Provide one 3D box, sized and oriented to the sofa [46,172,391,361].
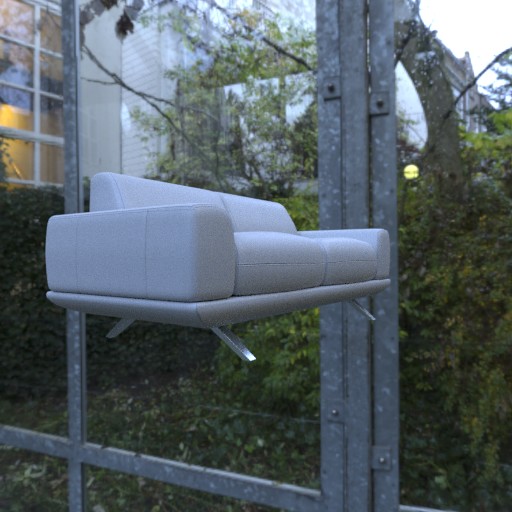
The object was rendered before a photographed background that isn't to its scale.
[{"bbox_3d":[0.000,0.000,2.407,0.900,0.772,1.901,0,0,35],"label":"sofa"}]
